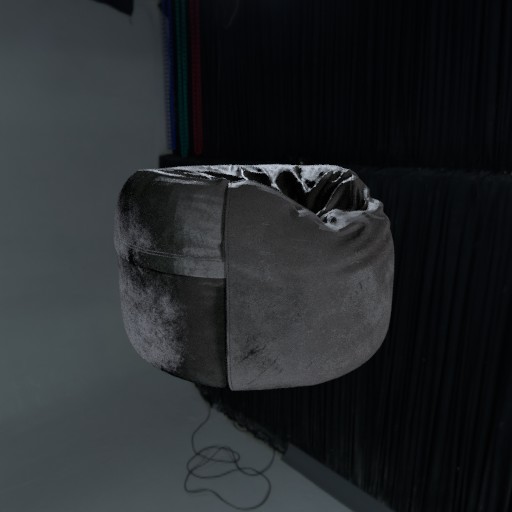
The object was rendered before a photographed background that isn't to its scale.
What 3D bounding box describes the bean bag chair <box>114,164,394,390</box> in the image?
[{"bbox_3d":[0.000,0.000,1.525,0.918,0.605,0.918,0,14,0],"label":"bean bag chair"}]
